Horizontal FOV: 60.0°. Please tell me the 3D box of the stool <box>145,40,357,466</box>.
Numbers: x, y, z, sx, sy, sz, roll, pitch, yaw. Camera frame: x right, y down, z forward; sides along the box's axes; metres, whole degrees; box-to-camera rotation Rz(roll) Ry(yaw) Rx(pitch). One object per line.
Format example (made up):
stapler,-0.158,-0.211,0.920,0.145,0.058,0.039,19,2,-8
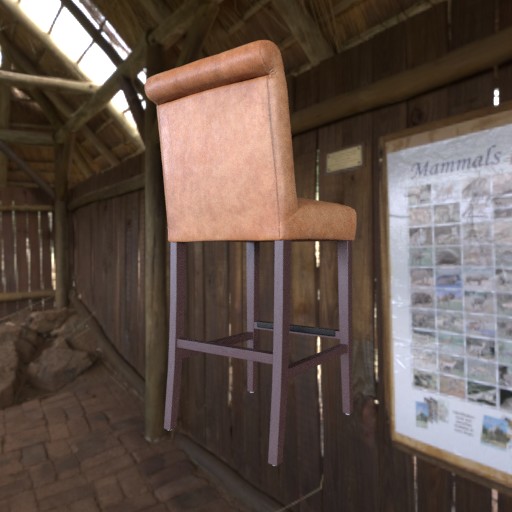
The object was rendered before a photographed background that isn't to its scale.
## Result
stool,0.000,0.000,1.494,0.493,1.140,0.601,0,1,35
